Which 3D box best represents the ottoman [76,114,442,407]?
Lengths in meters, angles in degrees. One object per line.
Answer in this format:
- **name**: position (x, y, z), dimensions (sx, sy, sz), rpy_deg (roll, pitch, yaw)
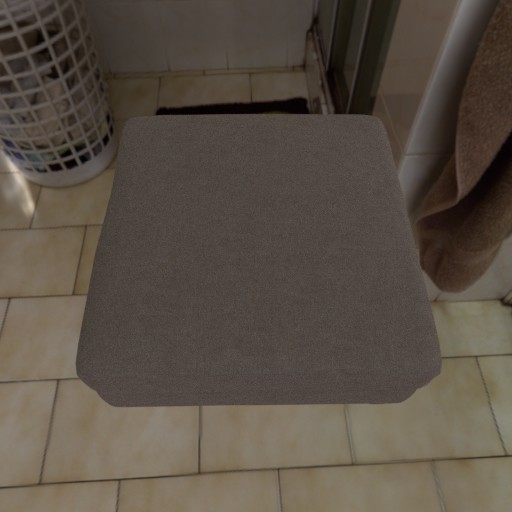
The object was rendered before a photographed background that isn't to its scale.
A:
- **ottoman**: position (0.000, 0.000, 1.382), dimensions (0.861, 0.482, 0.881), rpy_deg (-1, 58, 0)
